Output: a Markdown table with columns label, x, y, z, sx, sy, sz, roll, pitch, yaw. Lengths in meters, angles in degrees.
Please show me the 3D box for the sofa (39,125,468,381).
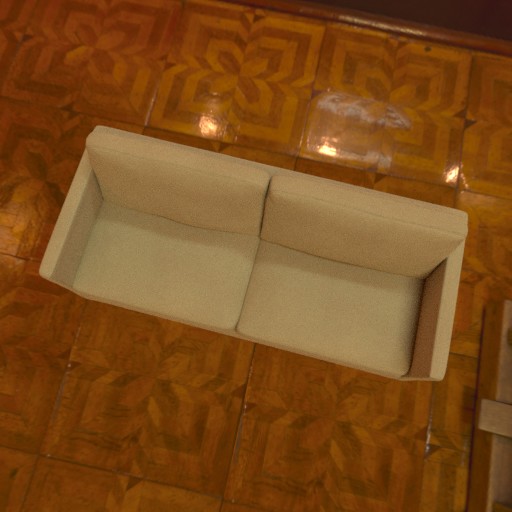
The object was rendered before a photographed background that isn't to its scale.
| label | x | y | z | sx | sy | sz | roll | pitch | yaw |
| --- | --- | --- | --- | --- | --- | --- | --- | --- | --- |
| sofa | 0.000 | 0.000 | 2.615 | 2.181 | 0.932 | 0.948 | 14 | 76 | 4 |
